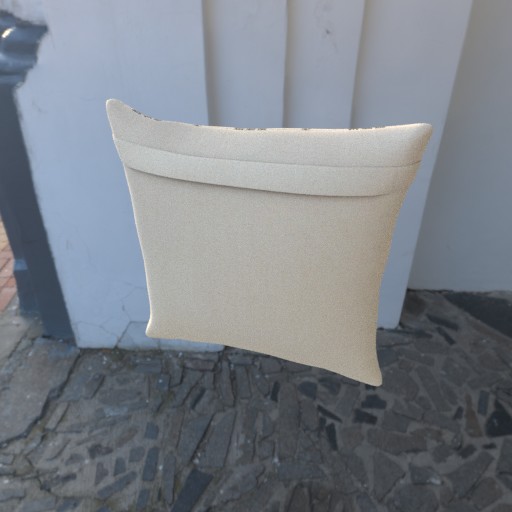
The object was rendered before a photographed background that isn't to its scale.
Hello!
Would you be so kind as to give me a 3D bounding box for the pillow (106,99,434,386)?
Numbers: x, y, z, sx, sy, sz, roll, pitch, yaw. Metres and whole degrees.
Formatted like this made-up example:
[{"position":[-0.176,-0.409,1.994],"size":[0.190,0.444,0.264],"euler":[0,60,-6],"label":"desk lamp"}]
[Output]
[{"position":[0.000,0.000,0.630],"size":[0.405,0.406,0.173],"euler":[9,33,14],"label":"pillow"}]
